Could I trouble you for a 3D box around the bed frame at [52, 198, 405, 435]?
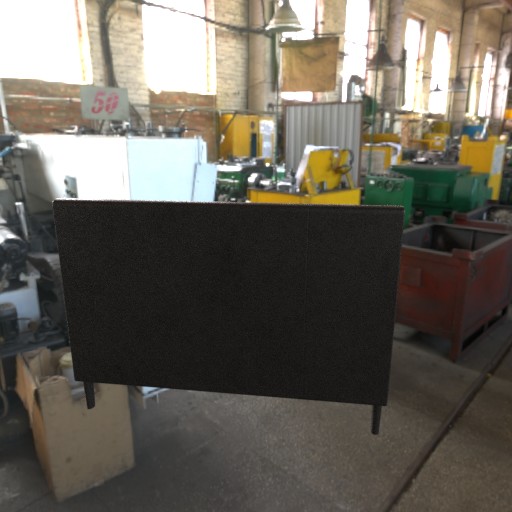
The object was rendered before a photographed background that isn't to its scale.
[{"bbox_3d":[0.000,0.000,2.965,1.469,1.046,2.152,2,16,8],"label":"bed frame"}]
